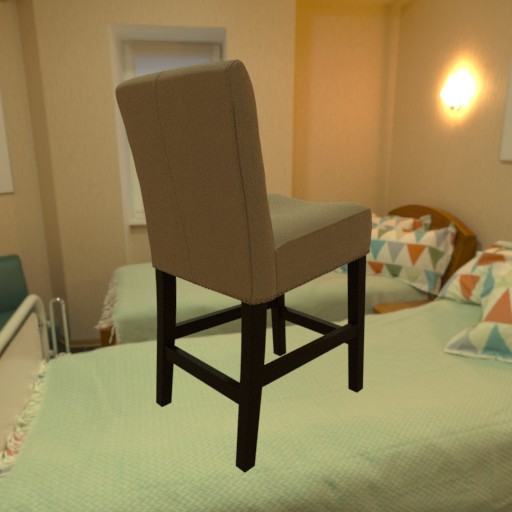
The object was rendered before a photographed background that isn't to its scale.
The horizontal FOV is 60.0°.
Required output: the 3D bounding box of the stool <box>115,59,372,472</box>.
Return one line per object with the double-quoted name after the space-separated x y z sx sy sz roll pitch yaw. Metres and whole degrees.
0.000 0.000 1.195 0.571 0.885 0.427 -14 20 -42 "stool"
